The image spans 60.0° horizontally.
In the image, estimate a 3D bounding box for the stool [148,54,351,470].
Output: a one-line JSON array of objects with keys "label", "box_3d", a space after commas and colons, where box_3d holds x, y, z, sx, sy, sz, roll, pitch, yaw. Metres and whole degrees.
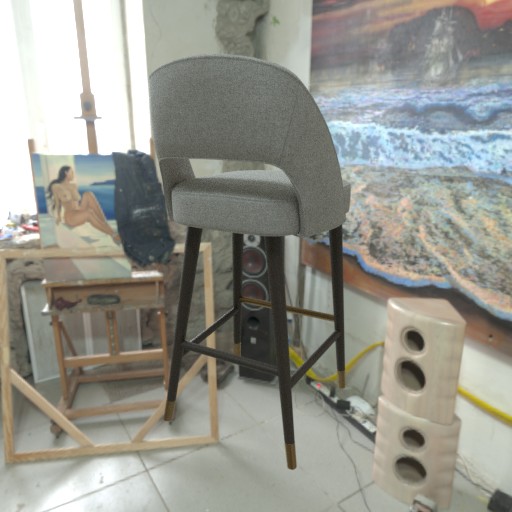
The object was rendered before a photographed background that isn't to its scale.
[{"label": "stool", "box_3d": [0.000, 0.000, 1.309, 0.494, 1.037, 0.509, 9, 19, 27]}]
